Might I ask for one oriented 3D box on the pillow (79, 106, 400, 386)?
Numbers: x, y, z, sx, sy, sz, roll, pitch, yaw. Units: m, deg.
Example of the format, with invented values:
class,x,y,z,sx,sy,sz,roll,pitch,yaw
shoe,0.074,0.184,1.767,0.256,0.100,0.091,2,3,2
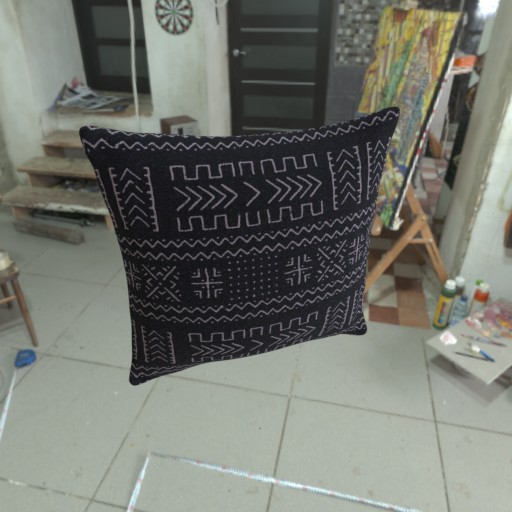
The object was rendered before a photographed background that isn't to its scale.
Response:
class,x,y,z,sx,sy,sz,roll,pitch,yaw
pillow,0.000,0.000,0.683,0.438,0.430,0.164,-9,32,-14
